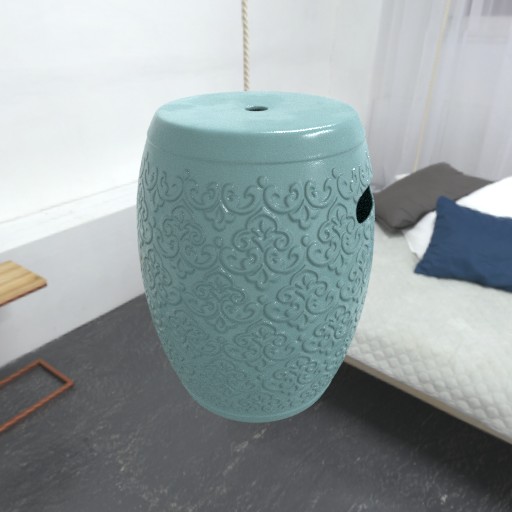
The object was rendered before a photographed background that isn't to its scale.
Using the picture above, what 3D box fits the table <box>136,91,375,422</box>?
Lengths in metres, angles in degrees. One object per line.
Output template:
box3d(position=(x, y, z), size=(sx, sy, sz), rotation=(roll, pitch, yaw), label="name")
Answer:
box3d(position=(0.000, 0.000, 0.610), size=(0.309, 0.397, 0.309), rotation=(0, 30, 0), label="table")
